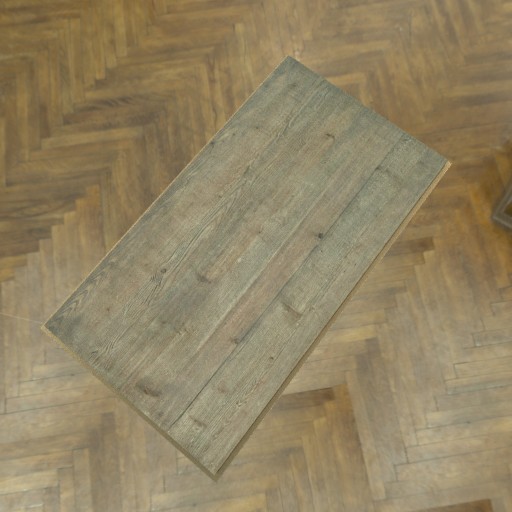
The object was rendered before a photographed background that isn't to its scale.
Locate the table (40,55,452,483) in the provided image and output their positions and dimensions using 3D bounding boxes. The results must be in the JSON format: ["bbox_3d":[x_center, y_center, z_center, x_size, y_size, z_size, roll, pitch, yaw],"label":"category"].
[{"bbox_3d":[0.000,0.000,1.770,0.775,0.468,1.387,37,78,9],"label":"table"}]
